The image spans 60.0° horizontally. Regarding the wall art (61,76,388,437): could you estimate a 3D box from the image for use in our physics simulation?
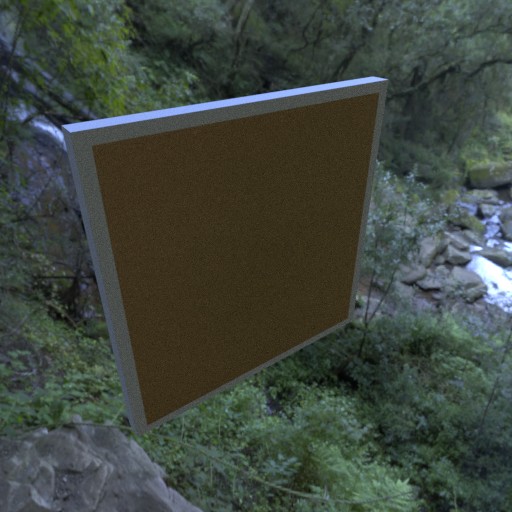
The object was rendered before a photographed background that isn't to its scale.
[{"bbox_3d":[0.000,0.000,0.447,0.307,0.307,0.020,-21,37,-30],"label":"wall art"}]
